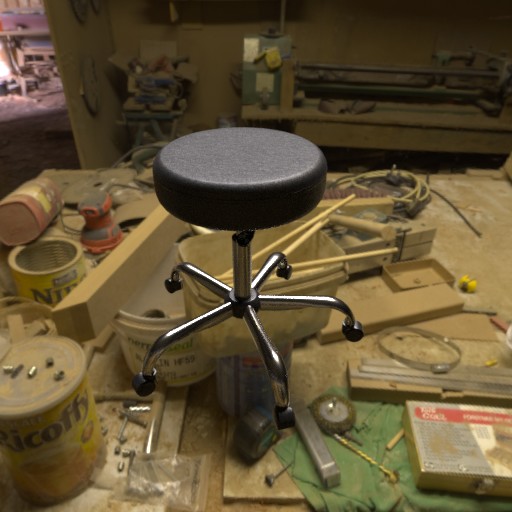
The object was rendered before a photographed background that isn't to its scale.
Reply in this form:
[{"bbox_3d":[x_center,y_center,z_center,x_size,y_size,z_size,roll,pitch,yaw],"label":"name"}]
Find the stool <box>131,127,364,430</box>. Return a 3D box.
[{"bbox_3d":[0.000,0.000,1.177,0.638,0.576,0.673,1,33,2],"label":"stool"}]
